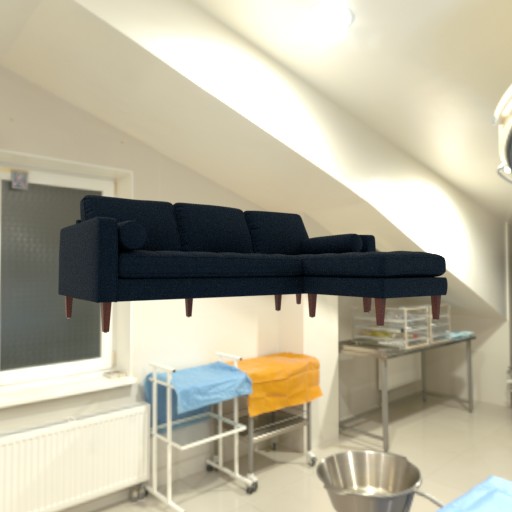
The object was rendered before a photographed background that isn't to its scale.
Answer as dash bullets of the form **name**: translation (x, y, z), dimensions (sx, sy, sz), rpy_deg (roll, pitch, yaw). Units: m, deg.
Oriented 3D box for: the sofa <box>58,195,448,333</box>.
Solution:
- **sofa**: translation (0.000, 0.000, 2.980), dimensions (2.185, 0.841, 1.613), rpy_deg (1, -2, -35)
